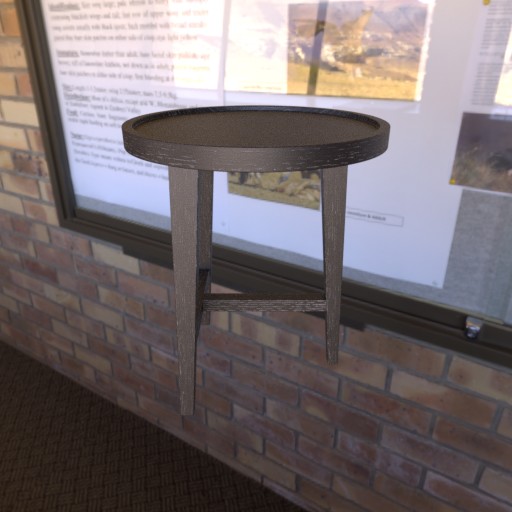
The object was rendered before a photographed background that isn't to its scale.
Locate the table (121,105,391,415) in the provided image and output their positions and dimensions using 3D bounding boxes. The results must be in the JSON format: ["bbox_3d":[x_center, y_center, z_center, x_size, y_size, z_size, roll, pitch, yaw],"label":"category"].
[{"bbox_3d":[0.000,0.000,0.779,0.399,0.460,0.399,0,25,0],"label":"table"}]
